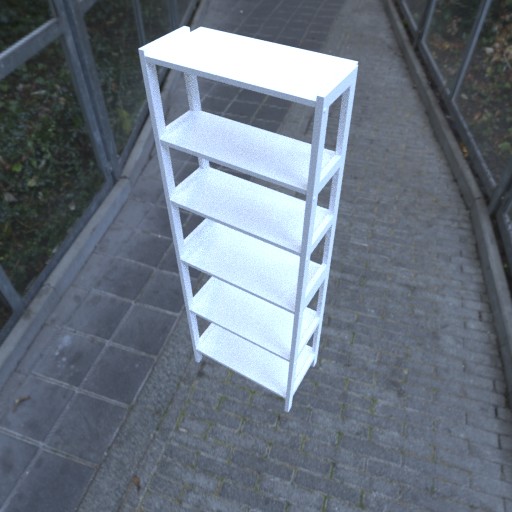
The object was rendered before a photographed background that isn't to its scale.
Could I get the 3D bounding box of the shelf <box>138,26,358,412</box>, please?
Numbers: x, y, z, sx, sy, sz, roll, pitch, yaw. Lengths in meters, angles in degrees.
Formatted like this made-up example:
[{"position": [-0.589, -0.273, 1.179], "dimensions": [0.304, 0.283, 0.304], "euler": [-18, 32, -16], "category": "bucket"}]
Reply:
[{"position": [0.000, 0.000, 2.095], "dimensions": [0.660, 1.892, 0.381], "euler": [23, 50, 21], "category": "shelf"}]
